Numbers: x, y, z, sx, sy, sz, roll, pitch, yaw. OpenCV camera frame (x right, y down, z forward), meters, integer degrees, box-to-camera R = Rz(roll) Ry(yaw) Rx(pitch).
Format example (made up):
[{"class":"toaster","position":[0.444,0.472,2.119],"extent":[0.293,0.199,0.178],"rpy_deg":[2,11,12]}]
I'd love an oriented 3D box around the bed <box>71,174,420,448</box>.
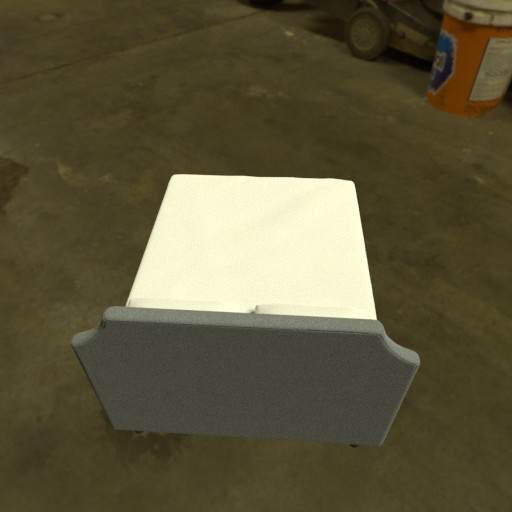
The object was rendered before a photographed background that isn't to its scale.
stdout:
[{"class":"bed","position":[0.000,0.000,3.328],"extent":[1.811,1.296,2.259],"rpy_deg":[3,44,3]}]
